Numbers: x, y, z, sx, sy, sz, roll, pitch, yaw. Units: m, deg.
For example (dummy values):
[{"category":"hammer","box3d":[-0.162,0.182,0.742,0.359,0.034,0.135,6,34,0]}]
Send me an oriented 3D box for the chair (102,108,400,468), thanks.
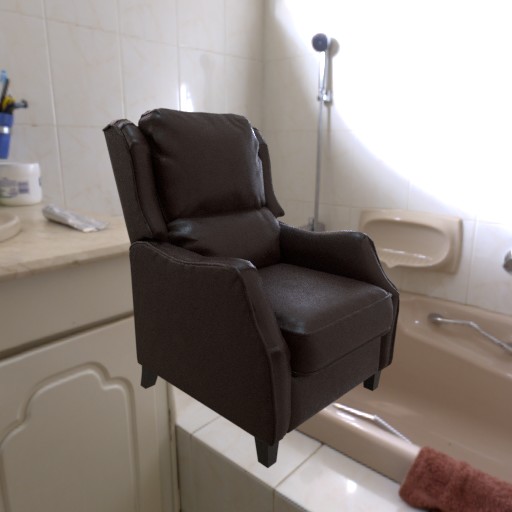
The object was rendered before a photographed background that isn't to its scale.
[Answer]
[{"category":"chair","box3d":[0.000,0.000,1.763,0.982,1.132,0.770,14,19,43]}]
